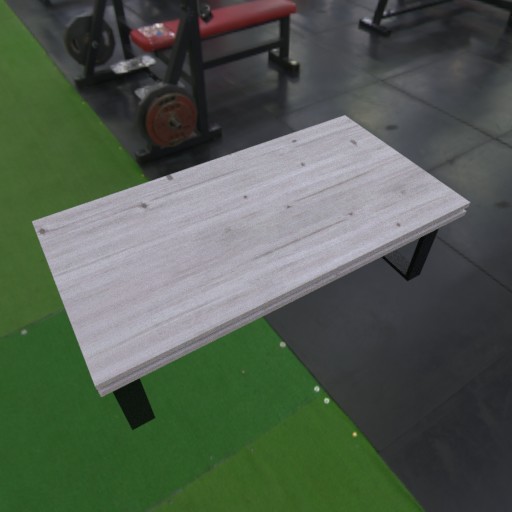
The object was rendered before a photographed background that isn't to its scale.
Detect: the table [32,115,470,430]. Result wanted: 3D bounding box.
[{"bbox_3d":[0.000,0.000,1.699,1.350,0.450,0.700,-24,51,-21],"label":"table"}]
